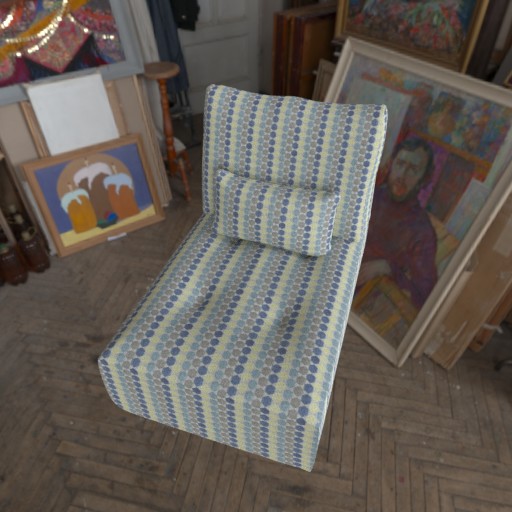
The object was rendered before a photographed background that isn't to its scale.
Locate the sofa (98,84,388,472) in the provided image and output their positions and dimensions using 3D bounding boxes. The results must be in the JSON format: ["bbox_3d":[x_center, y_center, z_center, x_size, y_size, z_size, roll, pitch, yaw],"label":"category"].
[{"bbox_3d":[0.000,0.000,1.550,0.700,0.820,1.000,12,43,14],"label":"sofa"}]
